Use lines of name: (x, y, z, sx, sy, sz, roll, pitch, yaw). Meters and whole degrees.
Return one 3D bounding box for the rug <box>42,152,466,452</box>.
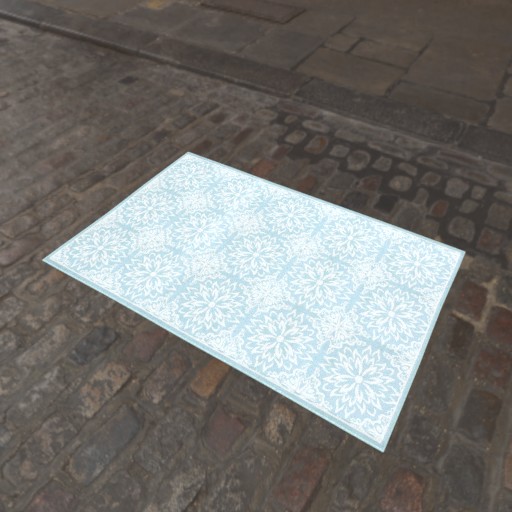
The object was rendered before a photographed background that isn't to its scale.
rug: (0.000, 0.000, 2.307, 1.840, 0.012, 1.219, 24, 50, 22)
